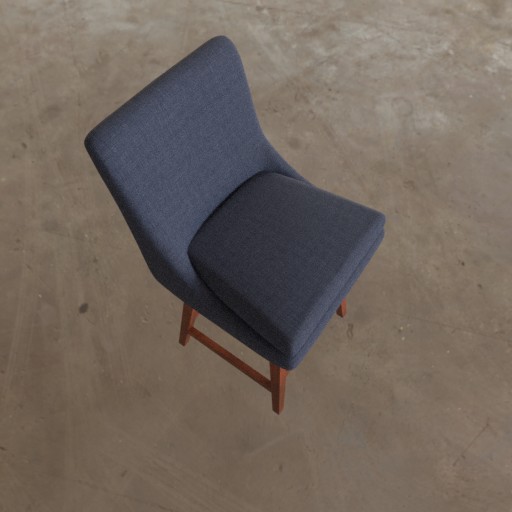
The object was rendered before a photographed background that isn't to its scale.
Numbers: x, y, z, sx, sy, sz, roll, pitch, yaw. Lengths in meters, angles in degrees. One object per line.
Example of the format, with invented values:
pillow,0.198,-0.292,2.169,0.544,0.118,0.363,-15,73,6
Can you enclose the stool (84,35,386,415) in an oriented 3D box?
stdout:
stool,0.000,0.000,1.194,0.524,0.895,0.467,31,63,18
